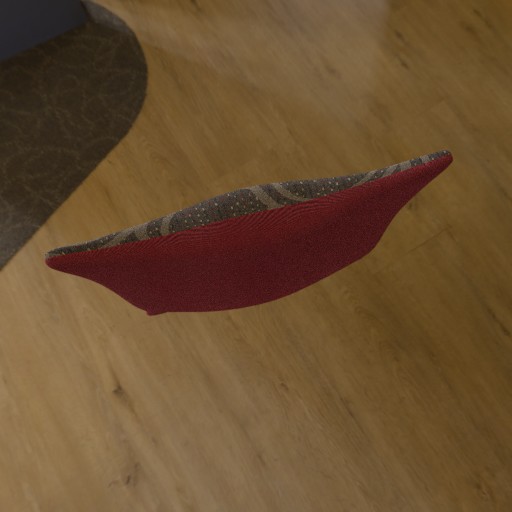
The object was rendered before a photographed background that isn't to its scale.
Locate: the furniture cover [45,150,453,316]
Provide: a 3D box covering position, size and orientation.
[{"bbox_3d":[0.000,0.000,0.780,0.514,0.513,0.163,-15,76,-4],"label":"furniture cover"}]
